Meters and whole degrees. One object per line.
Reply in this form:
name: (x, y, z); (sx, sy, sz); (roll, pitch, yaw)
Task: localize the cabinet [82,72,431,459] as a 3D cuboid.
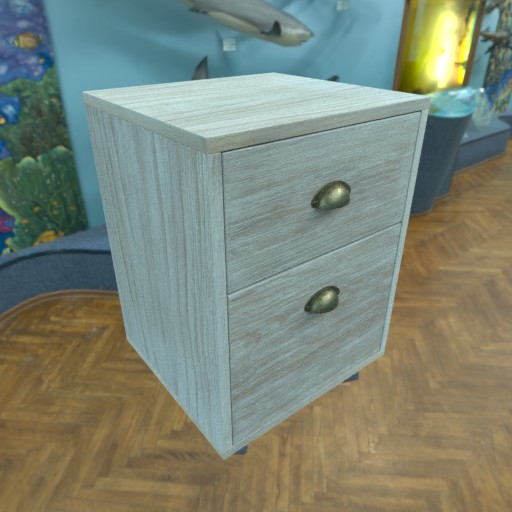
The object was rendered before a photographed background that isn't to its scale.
cabinet: (0.000, 0.000, 0.837); (0.409, 0.579, 0.401); (-21, 35, -32)
